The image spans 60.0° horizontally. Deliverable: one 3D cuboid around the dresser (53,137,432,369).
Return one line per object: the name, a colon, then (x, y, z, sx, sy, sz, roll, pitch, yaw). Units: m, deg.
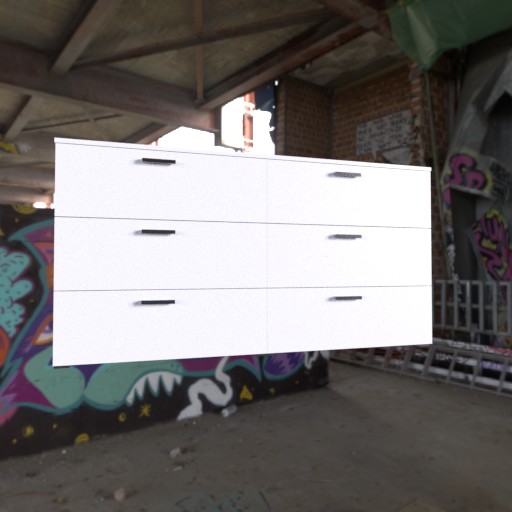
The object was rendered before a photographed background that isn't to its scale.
dresser: (0.000, 0.000, 1.874, 1.535, 0.790, 0.333, 0, -2, -17)
